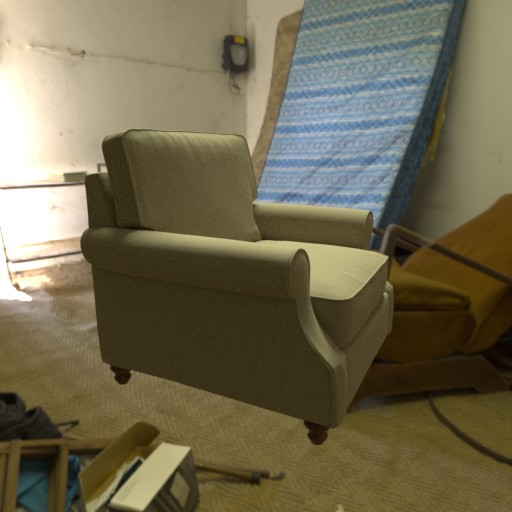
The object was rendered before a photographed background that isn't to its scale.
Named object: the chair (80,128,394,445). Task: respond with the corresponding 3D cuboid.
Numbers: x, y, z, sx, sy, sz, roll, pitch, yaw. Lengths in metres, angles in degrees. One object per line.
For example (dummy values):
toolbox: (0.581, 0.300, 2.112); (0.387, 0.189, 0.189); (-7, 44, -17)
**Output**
chair: (0.000, 0.000, 1.769); (0.966, 0.967, 1.029); (7, 15, 26)
